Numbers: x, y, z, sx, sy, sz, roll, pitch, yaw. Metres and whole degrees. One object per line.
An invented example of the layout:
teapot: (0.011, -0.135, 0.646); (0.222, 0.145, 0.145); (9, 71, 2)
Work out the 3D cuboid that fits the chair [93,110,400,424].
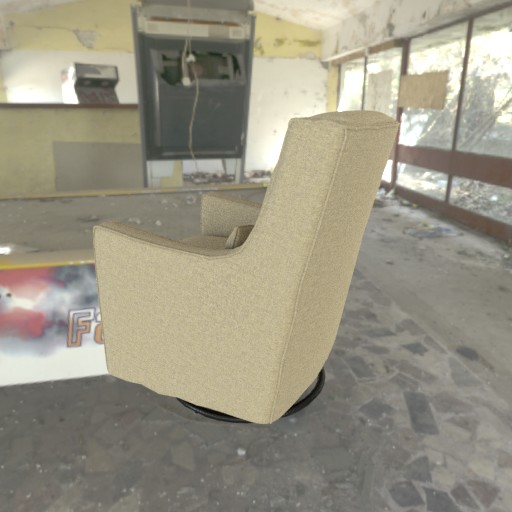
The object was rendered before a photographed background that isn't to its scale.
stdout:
chair: (0.000, 0.000, 1.592); (0.879, 0.993, 0.732); (9, 20, 25)
